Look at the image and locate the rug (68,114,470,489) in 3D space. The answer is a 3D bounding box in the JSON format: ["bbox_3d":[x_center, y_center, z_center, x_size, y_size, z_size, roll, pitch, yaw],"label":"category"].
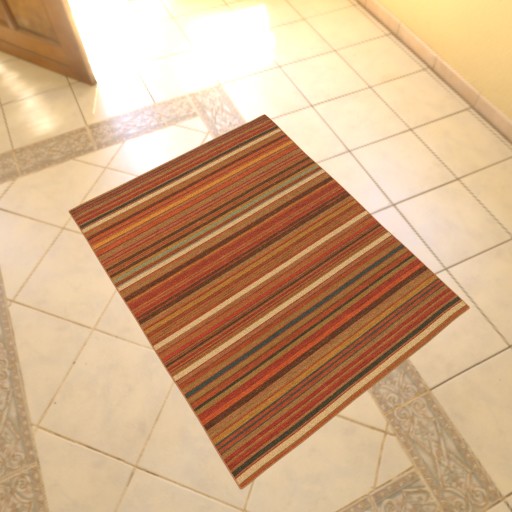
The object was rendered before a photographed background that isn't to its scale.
[{"bbox_3d":[0.000,0.000,4.198,2.479,0.023,3.092,-31,63,-18],"label":"rug"}]
